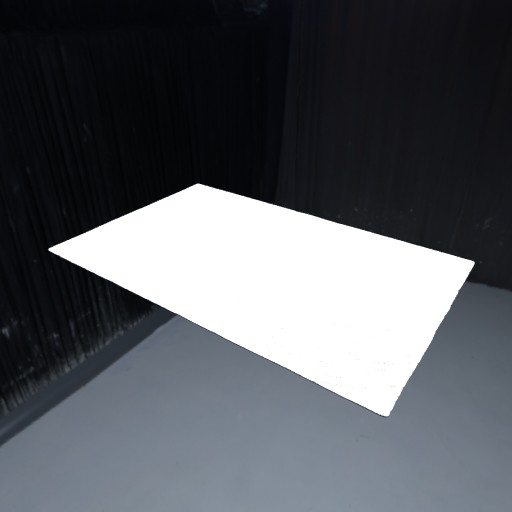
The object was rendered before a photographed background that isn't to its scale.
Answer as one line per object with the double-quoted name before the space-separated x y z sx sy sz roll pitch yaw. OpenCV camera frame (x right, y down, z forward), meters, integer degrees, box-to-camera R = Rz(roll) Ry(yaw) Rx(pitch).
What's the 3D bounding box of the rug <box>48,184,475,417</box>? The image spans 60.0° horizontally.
"rug" 0.000 0.000 2.980 2.442 0.010 1.546 20 36 30
